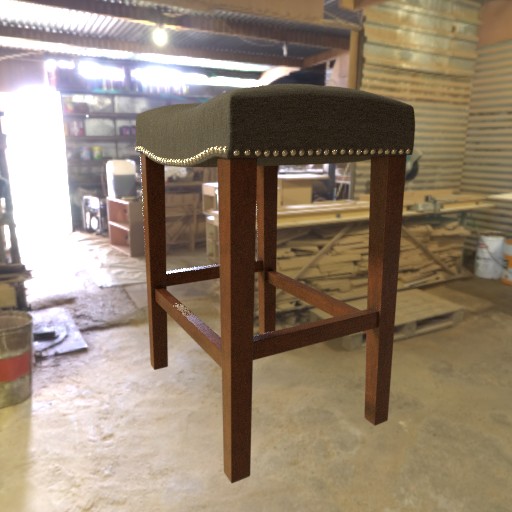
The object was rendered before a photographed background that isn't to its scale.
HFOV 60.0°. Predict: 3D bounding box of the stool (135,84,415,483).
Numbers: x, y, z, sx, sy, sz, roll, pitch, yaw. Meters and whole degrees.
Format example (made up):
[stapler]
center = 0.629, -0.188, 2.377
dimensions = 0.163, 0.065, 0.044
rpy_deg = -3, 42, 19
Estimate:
[stool]
center = 0.000, 0.000, 0.963
dimensions = 0.372, 0.654, 0.504
rpy_deg = -8, 16, -28
